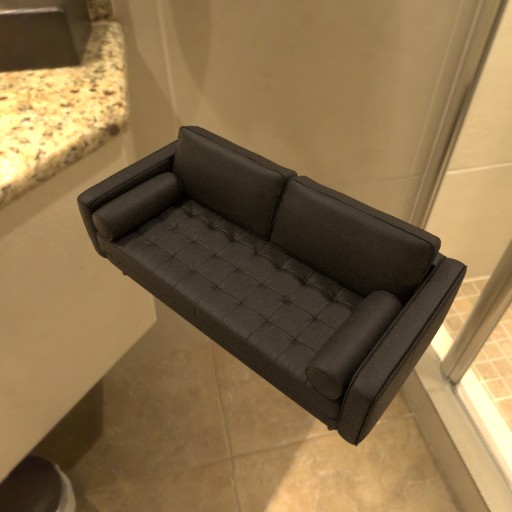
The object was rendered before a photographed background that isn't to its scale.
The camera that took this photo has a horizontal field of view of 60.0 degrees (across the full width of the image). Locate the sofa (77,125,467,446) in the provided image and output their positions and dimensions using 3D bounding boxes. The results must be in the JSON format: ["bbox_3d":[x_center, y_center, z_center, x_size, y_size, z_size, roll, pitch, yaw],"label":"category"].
[{"bbox_3d":[0.000,0.000,2.368,1.879,0.770,0.921,31,53,27],"label":"sofa"}]
